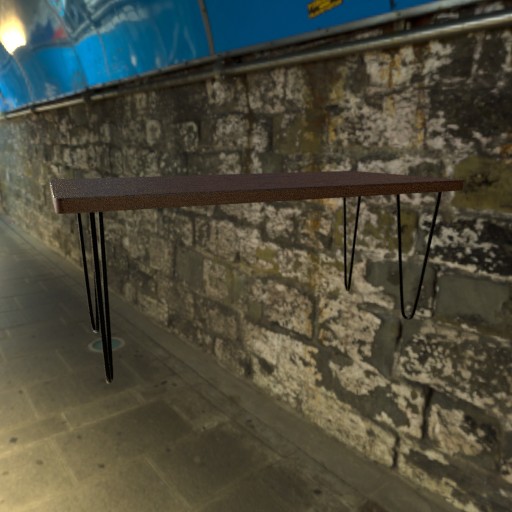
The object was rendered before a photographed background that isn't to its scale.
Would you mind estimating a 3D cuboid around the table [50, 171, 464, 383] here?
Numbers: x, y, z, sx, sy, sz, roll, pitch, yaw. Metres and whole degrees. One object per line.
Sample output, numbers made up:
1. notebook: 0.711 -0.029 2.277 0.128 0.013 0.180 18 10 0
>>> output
1. table: 0.000 0.000 2.215 1.791 0.753 0.883 -6 15 -24
